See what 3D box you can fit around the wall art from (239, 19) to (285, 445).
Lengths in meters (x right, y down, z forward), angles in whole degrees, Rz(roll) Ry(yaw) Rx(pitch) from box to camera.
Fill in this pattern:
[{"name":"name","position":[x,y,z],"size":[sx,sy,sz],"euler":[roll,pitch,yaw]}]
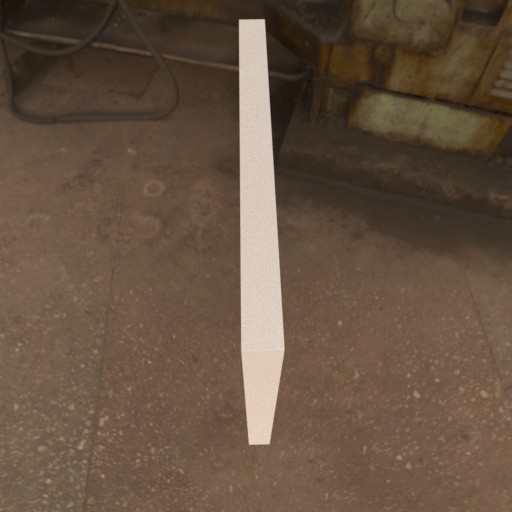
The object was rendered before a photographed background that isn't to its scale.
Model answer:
[{"name":"wall art","position":[0.000,0.000,0.738],"size":[0.038,0.508,0.507],"euler":[-1,58,-1]}]
